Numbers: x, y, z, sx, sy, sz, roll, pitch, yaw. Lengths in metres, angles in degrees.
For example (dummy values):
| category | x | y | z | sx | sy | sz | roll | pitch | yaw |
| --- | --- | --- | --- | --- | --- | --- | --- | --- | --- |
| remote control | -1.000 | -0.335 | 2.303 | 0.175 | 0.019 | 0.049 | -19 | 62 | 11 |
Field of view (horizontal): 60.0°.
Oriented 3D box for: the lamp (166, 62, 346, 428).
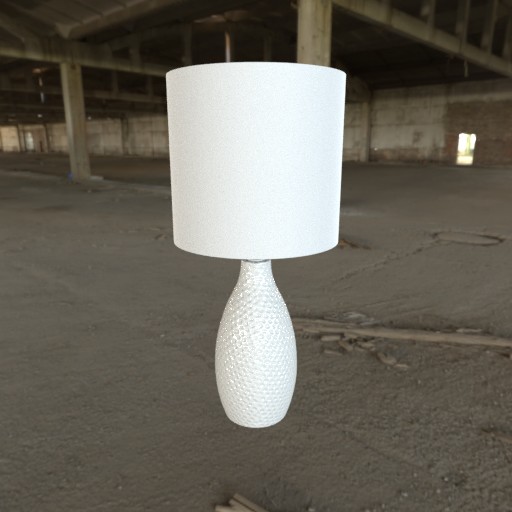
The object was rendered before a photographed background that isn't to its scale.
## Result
| category | x | y | z | sx | sy | sz | roll | pitch | yaw |
| --- | --- | --- | --- | --- | --- | --- | --- | --- | --- |
| lamp | 0.000 | 0.000 | 0.595 | 0.214 | 0.466 | 0.214 | 13 | 19 | 41 |
